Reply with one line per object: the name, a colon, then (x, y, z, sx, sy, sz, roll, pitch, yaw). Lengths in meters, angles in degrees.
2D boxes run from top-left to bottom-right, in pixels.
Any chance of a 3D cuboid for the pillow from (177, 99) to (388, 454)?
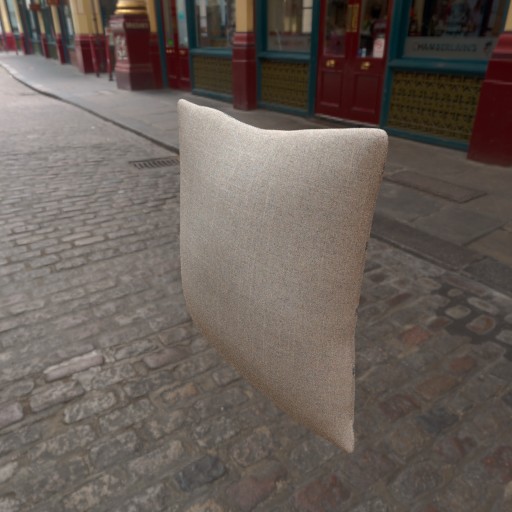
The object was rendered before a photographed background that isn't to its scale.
pillow: (0.000, 0.000, 0.865, 0.192, 0.558, 0.578, -17, 31, -31)
